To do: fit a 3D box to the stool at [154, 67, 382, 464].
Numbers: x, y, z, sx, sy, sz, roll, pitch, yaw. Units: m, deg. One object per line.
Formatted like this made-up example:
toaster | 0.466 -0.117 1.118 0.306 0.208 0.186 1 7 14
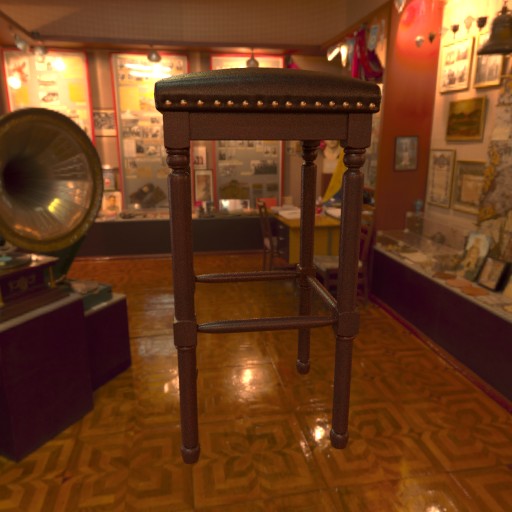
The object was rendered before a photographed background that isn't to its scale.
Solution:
stool | 0.000 0.000 0.986 0.383 0.768 0.382 -2 15 -8
